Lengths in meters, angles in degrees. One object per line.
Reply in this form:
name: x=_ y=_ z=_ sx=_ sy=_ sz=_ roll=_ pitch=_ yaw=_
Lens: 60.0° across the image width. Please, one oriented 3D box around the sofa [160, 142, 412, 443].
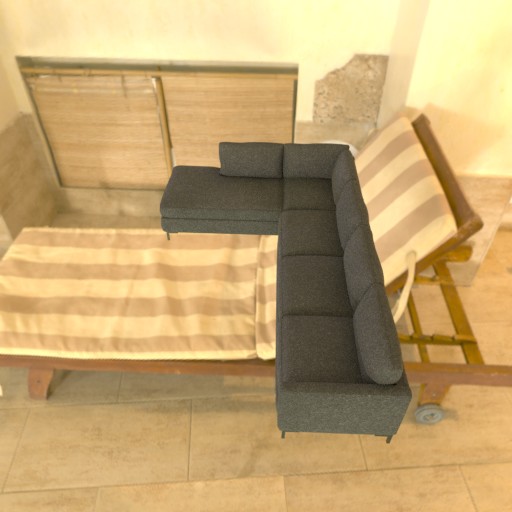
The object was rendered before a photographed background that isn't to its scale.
sofa: x=0.000 y=0.000 z=3.878 sx=2.007 sy=0.815 sz=2.949 roll=2 pitch=42 yaw=2
